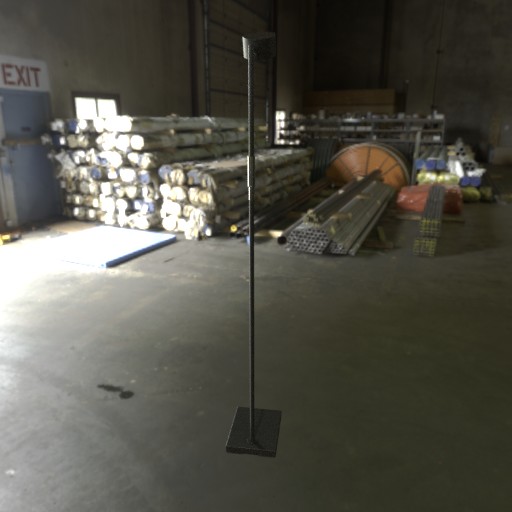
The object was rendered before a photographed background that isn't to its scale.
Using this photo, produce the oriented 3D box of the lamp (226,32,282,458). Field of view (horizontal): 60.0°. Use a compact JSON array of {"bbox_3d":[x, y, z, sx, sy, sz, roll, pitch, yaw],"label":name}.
[{"bbox_3d":[0.000,0.000,1.699,0.203,1.600,0.304,2,17,8],"label":"lamp"}]
